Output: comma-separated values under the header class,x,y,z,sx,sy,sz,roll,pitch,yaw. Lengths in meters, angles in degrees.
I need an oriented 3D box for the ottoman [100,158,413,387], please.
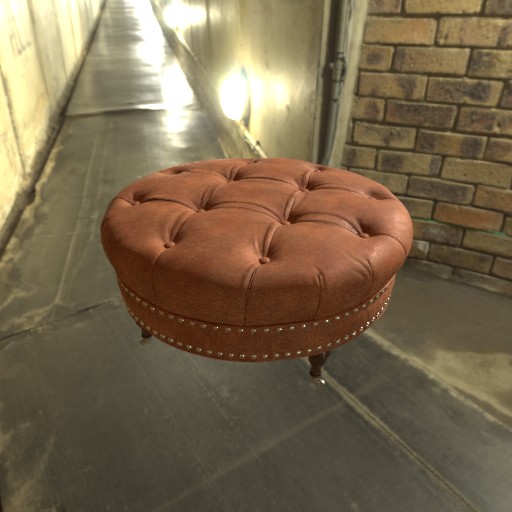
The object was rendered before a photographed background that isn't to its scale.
class,x,y,z,sx,sy,sz,roll,pitch,yaw
ottoman,0.000,0.000,1.403,0.901,0.444,0.901,0,30,0
